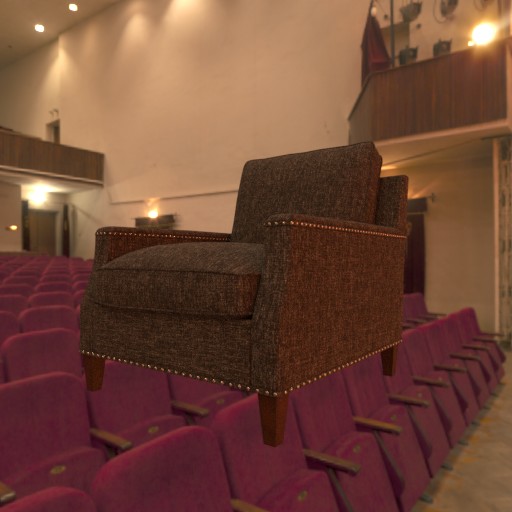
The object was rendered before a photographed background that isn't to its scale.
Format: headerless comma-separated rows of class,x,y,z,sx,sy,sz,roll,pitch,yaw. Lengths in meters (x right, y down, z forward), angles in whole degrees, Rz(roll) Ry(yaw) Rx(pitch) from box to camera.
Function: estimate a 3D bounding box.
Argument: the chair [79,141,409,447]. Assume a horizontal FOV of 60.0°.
chair,0.000,0.000,1.689,0.853,0.943,1.014,0,0,37
